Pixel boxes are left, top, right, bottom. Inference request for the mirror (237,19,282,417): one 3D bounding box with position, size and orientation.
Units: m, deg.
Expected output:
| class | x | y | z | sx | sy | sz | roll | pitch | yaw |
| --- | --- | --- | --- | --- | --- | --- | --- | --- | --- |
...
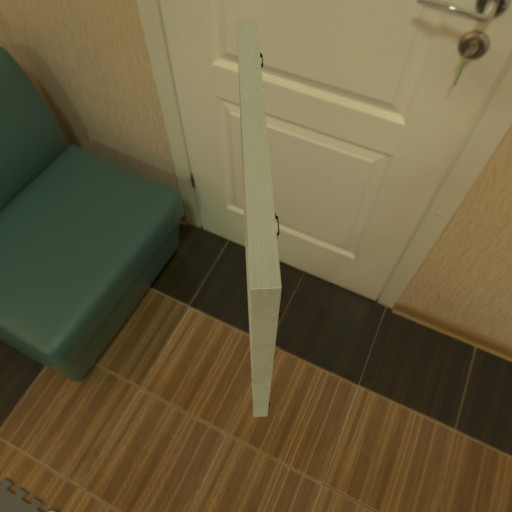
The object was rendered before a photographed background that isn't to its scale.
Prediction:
| class | x | y | z | sx | sy | sz | roll | pitch | yaw |
| --- | --- | --- | --- | --- | --- | --- | --- | --- | --- |
| mirror | 0.000 | 0.000 | 0.925 | 0.039 | 0.710 | 0.507 | -3 | 59 | -2 |
